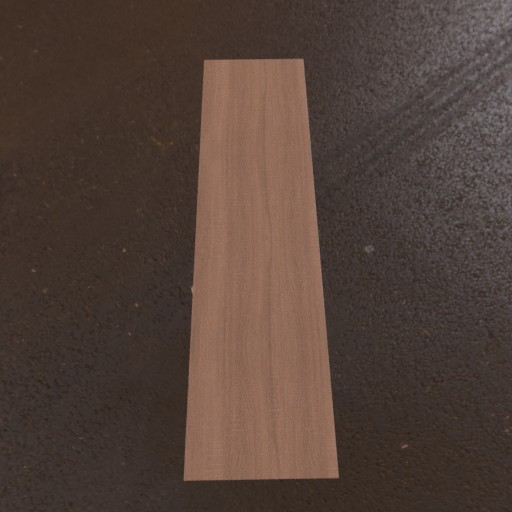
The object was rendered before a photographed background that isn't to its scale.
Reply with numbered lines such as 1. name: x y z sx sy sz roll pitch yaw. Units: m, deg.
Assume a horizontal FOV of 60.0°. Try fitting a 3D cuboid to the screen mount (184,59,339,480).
1. screen mount: 0.000 0.000 1.681 0.401 0.509 1.500 -1 65 0
